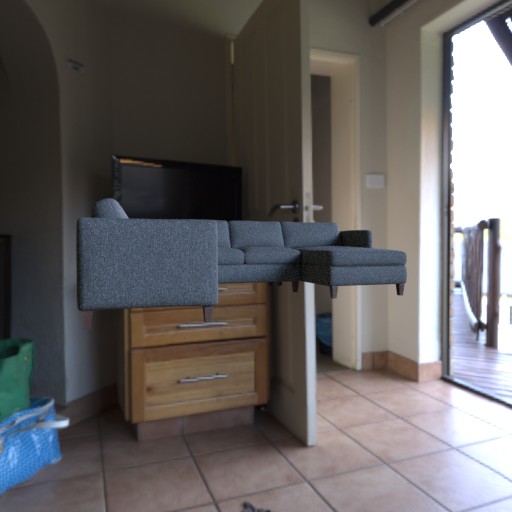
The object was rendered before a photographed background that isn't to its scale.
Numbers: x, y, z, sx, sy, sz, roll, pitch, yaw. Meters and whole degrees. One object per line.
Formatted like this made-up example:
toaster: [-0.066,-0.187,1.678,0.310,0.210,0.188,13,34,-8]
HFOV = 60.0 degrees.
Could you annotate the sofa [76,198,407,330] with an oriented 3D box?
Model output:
sofa: [0.000,0.000,4.450,3.238,0.853,2.551,-1,2,-19]
